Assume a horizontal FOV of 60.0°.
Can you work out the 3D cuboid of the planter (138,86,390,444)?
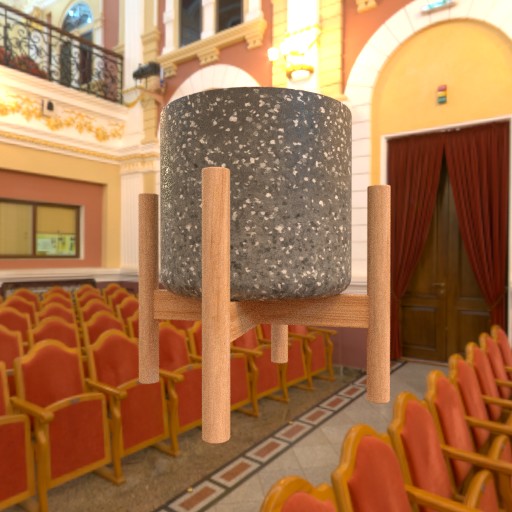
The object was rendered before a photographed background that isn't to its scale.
[{"bbox_3d":[0.000,0.000,0.527,0.284,0.320,0.284,0,1,37],"label":"planter"}]
